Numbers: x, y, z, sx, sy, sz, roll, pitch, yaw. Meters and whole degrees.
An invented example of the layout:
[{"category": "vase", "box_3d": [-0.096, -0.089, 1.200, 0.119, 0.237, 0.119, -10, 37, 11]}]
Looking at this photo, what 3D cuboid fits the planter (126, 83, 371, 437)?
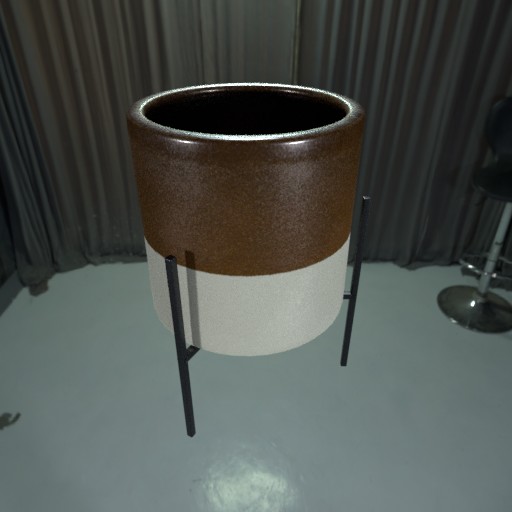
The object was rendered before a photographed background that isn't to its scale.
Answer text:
[{"category": "planter", "box_3d": [0.000, 0.000, 0.565, 0.269, 0.375, 0.255, 0, 32, -1]}]
